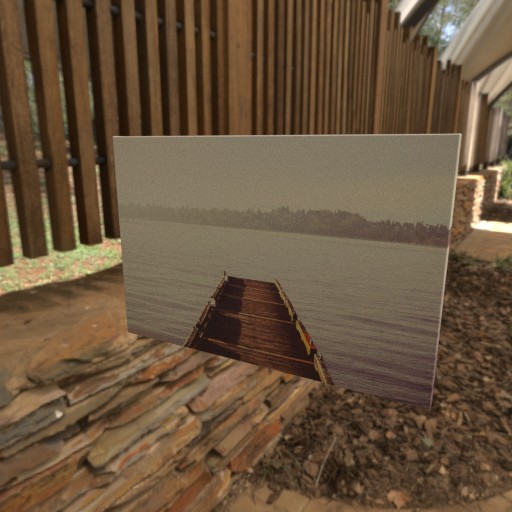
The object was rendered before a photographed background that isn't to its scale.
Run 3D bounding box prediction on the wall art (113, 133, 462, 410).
[{"bbox_3d":[0.000,0.000,1.157,0.916,0.609,0.037,8,16,27],"label":"wall art"}]
